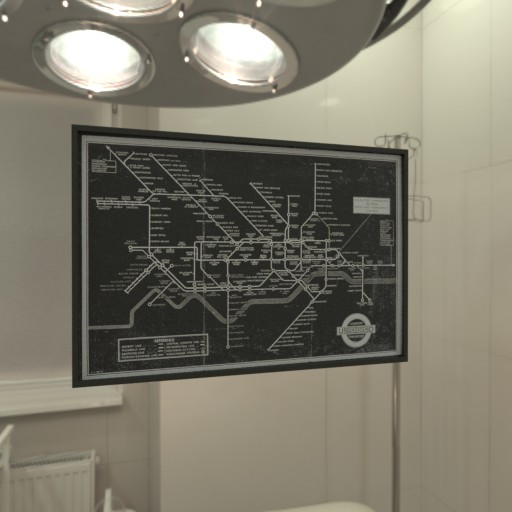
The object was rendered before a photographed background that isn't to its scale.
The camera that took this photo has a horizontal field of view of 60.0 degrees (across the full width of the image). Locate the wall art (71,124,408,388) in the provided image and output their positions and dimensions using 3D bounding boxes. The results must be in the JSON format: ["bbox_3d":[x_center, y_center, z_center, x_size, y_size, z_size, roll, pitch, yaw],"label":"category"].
[{"bbox_3d":[0.000,0.000,0.577,0.443,0.301,0.021,0,0,-16],"label":"wall art"}]
